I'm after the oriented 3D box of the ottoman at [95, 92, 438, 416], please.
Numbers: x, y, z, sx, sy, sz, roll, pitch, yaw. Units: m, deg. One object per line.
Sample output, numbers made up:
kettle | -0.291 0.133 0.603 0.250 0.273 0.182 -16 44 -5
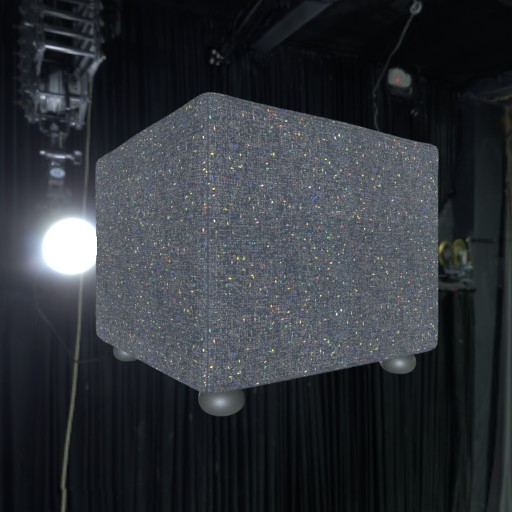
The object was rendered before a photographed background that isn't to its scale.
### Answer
ottoman | 0.000 0.000 0.879 0.508 0.432 0.508 0 0 -35
